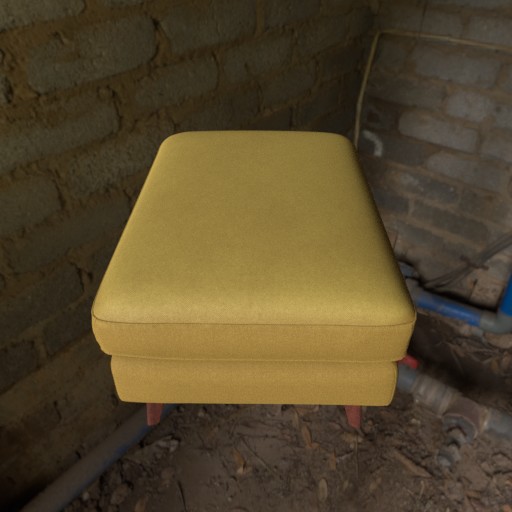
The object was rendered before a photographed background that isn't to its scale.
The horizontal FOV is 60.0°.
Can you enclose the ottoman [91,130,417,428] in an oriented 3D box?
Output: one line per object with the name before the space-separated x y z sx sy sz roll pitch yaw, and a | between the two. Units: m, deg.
ottoman | 0.000 0.000 1.176 0.608 0.449 0.811 1 39 1
